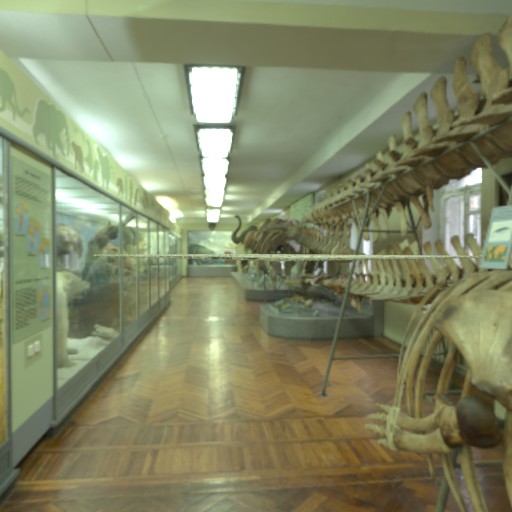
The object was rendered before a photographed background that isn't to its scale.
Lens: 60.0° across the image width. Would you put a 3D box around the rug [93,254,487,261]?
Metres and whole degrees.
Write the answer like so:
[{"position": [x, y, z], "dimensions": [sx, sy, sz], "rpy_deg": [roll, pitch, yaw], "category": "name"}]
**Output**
[{"position": [0.000, 0.000, 4.842], "dimensions": [2.393, 0.019, 3.824], "rpy_deg": [0, 1, -36], "category": "rug"}]
